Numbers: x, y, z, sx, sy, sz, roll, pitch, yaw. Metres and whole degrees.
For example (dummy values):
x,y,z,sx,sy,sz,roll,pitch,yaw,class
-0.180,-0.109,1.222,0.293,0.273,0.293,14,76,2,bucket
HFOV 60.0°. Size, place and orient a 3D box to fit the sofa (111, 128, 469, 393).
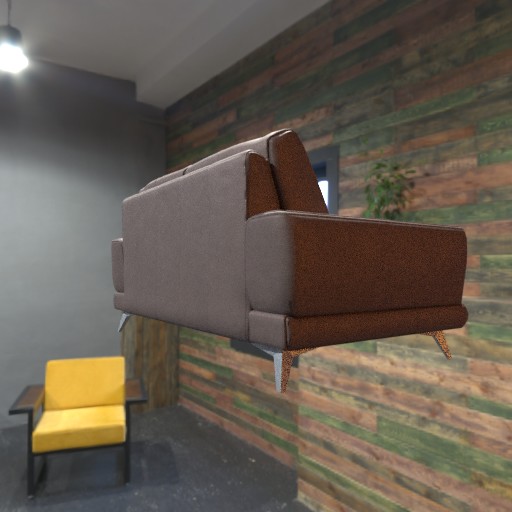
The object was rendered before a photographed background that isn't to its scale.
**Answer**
x,y,z,sx,sy,sz,roll,pitch,yaw,class
0.000,0.000,2.327,1.018,0.907,1.806,1,-2,-35,sofa
